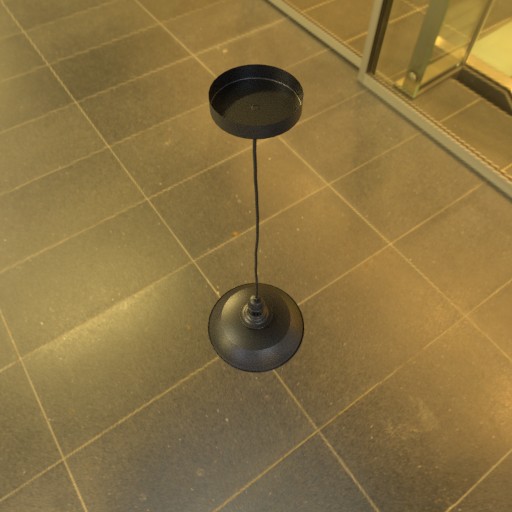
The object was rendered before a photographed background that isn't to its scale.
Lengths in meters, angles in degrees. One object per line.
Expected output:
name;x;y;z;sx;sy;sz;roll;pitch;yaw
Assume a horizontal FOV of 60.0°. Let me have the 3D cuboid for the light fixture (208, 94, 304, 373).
light fixture;0.000;0.000;1.146;0.331;0.993;0.331;31;63;18
